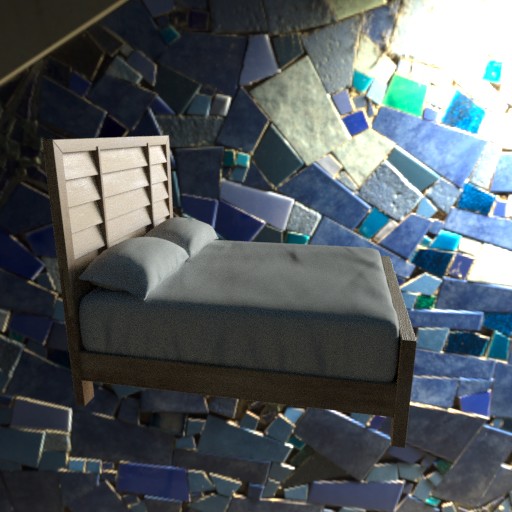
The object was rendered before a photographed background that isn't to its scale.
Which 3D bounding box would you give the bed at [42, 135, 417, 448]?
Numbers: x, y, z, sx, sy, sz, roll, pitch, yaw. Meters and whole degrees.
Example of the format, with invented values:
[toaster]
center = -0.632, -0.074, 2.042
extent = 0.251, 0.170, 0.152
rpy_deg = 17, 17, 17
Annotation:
[bed]
center = 0.000, 0.000, 3.161
extent = 2.017, 1.631, 1.615
rpy_deg = 3, 16, 11
